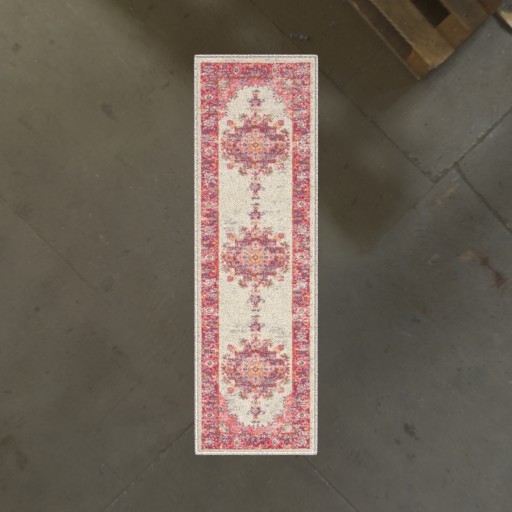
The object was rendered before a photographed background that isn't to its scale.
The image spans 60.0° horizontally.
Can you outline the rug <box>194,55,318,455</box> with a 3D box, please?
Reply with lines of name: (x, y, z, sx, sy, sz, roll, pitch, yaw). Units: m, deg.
rug: (0.000, 0.000, 2.020, 0.562, 0.009, 1.824, 0, 91, 0)
